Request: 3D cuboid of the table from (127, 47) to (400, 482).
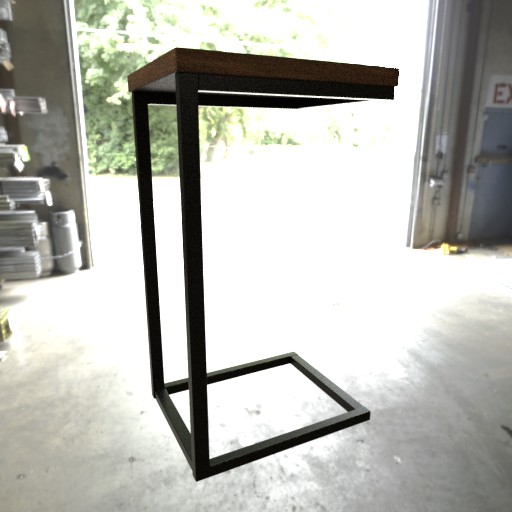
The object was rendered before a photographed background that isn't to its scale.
[{"bbox_3d":[0.000,0.000,0.927,0.414,0.718,0.323,-7,17,-26],"label":"table"}]
